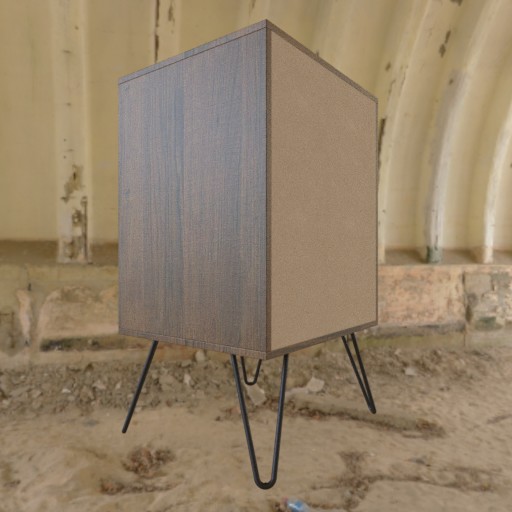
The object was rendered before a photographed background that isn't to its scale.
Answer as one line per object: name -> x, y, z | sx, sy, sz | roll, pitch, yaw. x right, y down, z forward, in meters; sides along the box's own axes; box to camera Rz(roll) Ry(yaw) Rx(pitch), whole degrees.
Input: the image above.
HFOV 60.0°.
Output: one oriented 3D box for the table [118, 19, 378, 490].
table -> 0.000, 0.000, 1.151 | 0.457, 0.866, 0.526 | 0, 0, 38
